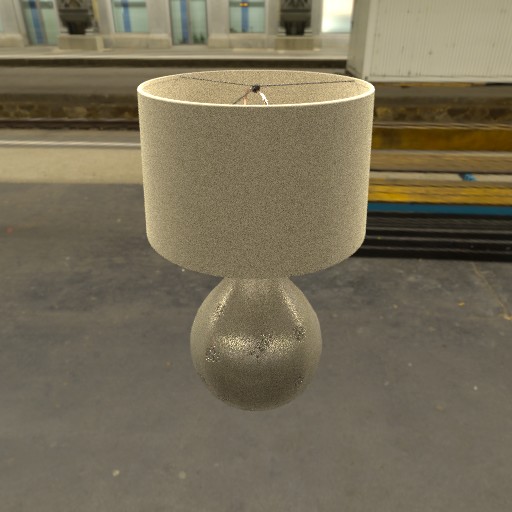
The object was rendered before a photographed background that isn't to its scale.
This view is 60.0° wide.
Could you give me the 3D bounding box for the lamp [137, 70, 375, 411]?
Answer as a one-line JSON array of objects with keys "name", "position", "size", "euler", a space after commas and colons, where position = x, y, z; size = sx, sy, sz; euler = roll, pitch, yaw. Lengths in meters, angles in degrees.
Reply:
[{"name": "lamp", "position": [0.000, 0.000, 0.713], "size": [0.330, 0.521, 0.330], "euler": [0, 29, 0]}]
